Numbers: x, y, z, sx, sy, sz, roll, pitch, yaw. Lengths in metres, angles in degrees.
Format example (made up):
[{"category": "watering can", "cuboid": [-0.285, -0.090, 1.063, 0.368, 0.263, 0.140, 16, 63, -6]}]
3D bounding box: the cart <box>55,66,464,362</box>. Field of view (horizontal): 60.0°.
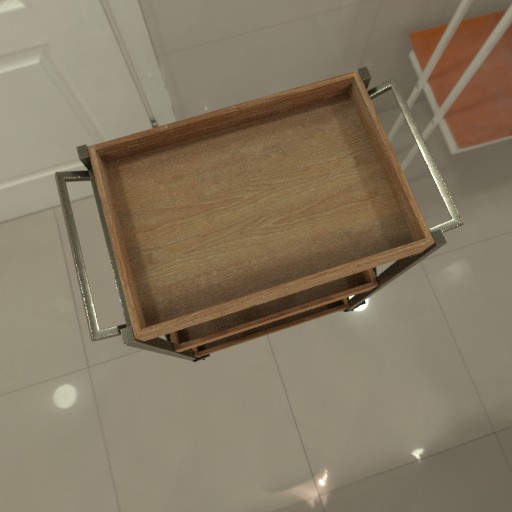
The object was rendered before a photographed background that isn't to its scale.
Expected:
[{"category": "cart", "cuboid": [0.000, 0.000, 1.175, 0.673, 0.835, 0.377, -17, 76, -5]}]
